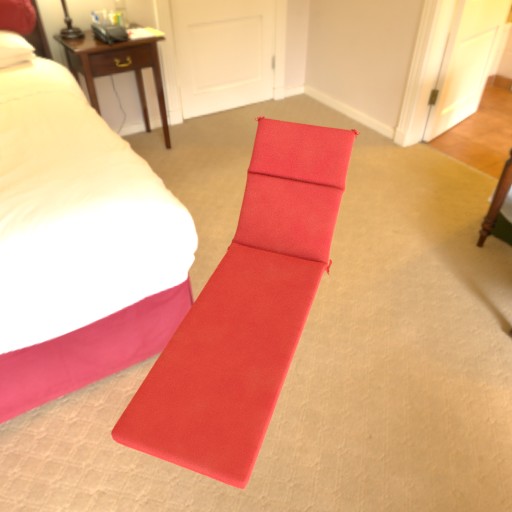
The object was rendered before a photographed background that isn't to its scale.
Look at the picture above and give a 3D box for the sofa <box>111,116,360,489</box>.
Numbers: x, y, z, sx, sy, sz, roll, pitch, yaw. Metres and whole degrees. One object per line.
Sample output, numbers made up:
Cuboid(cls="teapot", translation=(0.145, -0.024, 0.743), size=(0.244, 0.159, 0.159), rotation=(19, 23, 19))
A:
Cuboid(cls="sofa", translation=(0.000, 0.000, 1.948), size=(0.582, 0.622, 1.663), rotation=(13, 41, 15))
